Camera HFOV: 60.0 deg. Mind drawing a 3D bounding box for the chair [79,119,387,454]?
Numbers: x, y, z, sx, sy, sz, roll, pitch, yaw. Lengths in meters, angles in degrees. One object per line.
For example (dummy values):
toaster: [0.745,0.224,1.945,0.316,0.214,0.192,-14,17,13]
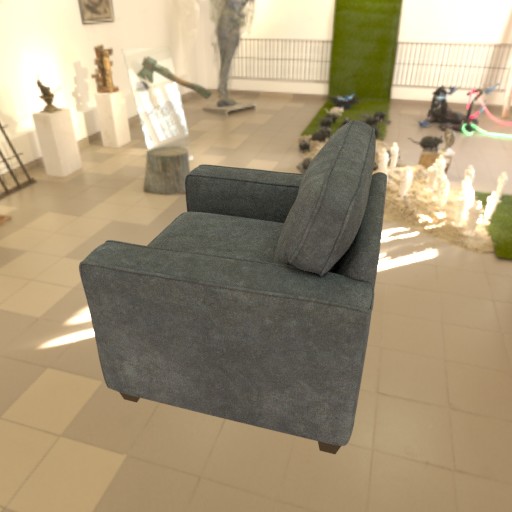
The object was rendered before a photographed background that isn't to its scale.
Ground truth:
chair: [0.000,0.000,1.789,0.939,0.965,1.015,8,31,14]
